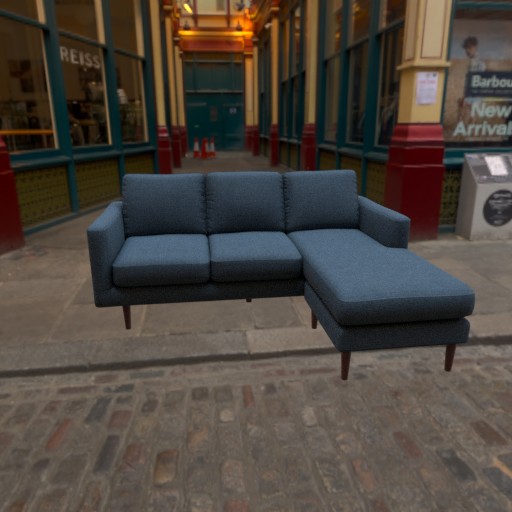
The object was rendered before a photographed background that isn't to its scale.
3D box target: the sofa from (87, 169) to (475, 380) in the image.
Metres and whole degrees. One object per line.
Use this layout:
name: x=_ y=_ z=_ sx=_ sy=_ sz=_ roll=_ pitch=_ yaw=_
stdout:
sofa: x=0.000 y=0.000 z=2.882 sx=2.055 sy=0.957 sz=1.667 roll=-2 pitch=17 yaw=-8
